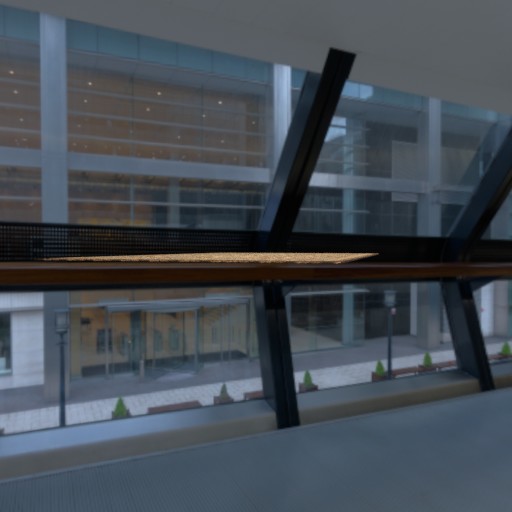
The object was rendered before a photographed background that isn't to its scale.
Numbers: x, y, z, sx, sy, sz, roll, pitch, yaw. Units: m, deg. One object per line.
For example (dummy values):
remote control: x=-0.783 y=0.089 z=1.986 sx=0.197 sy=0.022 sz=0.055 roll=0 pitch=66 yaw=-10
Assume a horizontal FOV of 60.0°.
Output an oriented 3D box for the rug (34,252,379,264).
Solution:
rug: x=0.000 y=0.000 z=3.116 sx=1.516 sy=0.010 sz=2.434 roll=0 pitch=1 yaw=19
